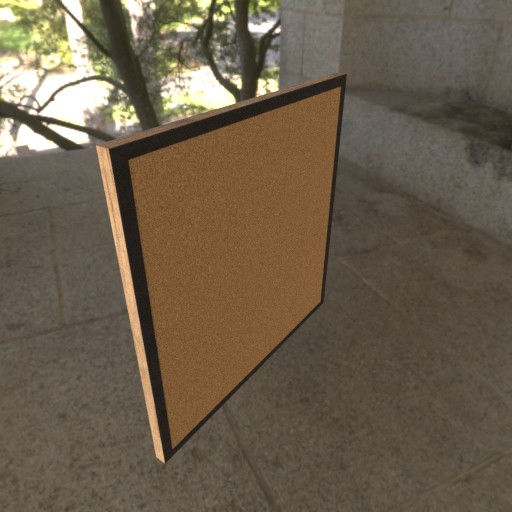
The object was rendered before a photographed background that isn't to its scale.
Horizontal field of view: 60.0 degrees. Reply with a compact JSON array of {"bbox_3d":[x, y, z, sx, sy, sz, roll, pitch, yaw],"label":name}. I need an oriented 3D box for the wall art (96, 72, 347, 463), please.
[{"bbox_3d":[0.000,0.000,1.012,0.029,0.691,0.695,21,38,30],"label":"wall art"}]
